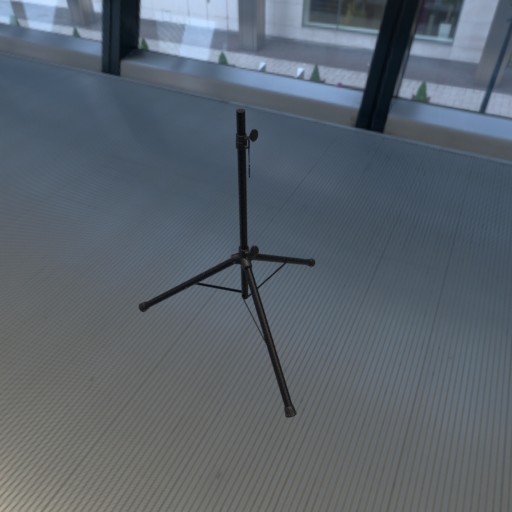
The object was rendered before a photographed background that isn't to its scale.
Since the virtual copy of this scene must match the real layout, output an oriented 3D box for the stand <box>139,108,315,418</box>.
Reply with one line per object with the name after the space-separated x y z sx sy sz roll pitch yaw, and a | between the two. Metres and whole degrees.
0.000 0.000 1.857 1.045 1.136 0.907 -13 42 -15 | stand
